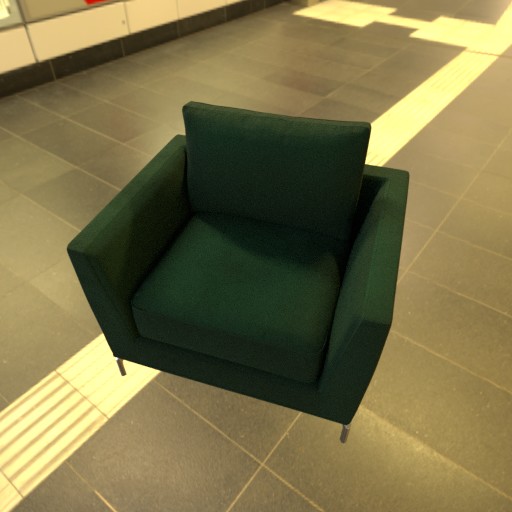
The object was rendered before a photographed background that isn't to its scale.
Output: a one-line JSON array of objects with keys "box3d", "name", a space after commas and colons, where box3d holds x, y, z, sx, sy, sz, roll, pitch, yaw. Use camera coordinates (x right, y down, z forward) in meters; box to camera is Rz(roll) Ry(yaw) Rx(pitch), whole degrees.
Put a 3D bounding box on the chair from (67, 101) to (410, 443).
[{"box3d": [0.000, 0.000, 1.777, 1.047, 0.997, 0.852, 12, 43, 13], "name": "chair"}]
